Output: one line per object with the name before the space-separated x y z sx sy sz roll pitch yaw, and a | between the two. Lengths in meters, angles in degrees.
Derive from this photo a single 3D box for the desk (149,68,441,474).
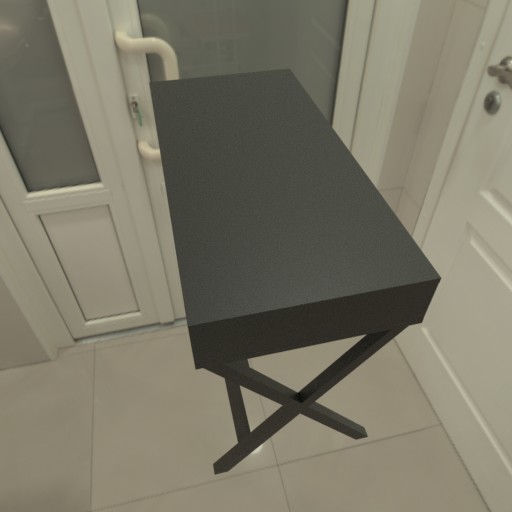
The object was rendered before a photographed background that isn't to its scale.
desk | 0.000 0.000 1.476 0.504 0.780 1.057 -10 46 -9
